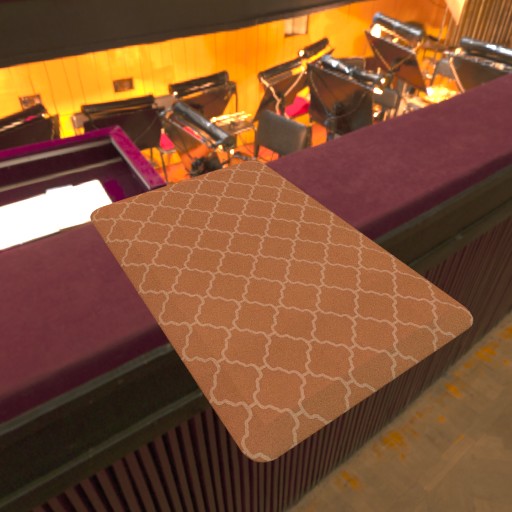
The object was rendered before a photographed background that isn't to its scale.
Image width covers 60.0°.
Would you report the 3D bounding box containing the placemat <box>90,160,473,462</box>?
[{"bbox_3d":[0.000,0.000,0.959,0.508,0.021,0.762,-23,45,-25],"label":"placemat"}]
